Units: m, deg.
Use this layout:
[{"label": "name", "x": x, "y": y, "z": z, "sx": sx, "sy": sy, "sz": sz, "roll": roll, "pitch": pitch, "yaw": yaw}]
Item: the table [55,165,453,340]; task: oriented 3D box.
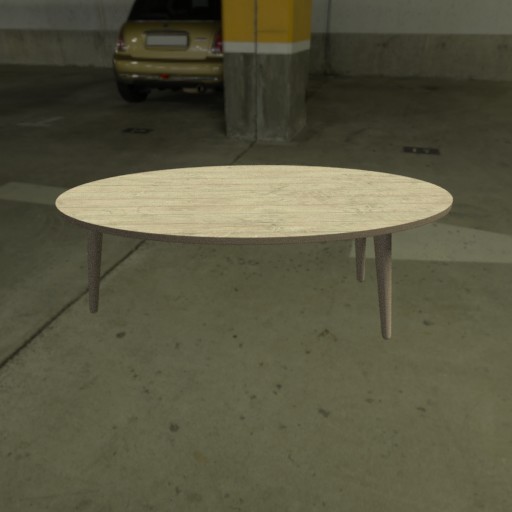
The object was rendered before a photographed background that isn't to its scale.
[{"label": "table", "x": 0.000, "y": 0.000, "z": 1.323, "sx": 1.083, "sy": 0.390, "sz": 0.542, "roll": -1, "pitch": 29, "yaw": -2}]
